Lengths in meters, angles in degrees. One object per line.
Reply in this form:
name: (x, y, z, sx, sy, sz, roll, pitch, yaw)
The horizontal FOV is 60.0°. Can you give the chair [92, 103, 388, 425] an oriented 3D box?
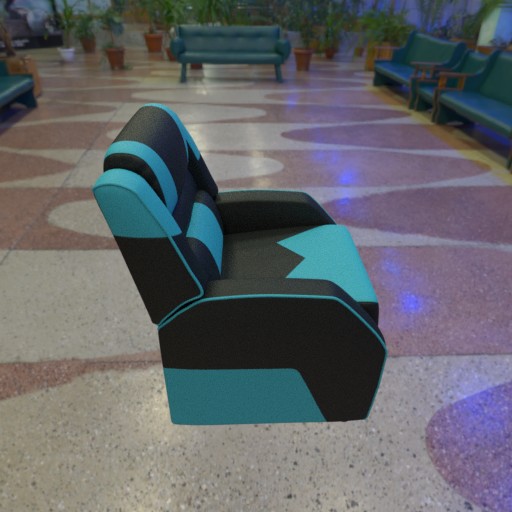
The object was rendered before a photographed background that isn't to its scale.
chair: (0.000, 0.000, 1.320, 0.672, 0.805, 0.620, -1, 32, -1)
